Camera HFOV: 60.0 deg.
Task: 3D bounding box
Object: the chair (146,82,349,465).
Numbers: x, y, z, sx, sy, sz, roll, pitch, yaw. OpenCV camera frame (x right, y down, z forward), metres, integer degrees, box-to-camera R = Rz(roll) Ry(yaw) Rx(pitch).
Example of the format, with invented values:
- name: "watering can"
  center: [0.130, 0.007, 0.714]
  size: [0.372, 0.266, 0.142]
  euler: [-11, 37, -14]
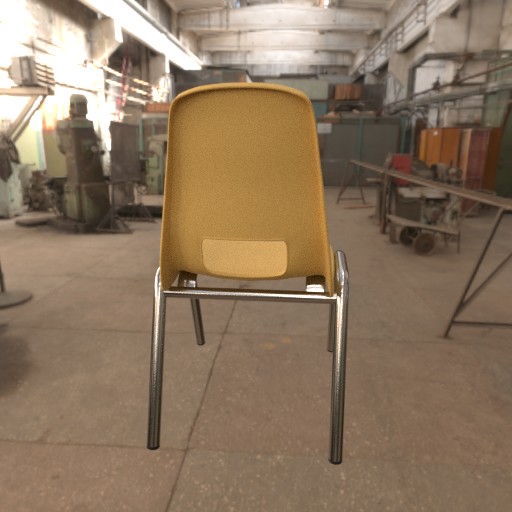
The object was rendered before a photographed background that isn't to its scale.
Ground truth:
- name: "chair"
  center: [0.000, 0.000, 0.859]
  size: [0.354, 0.586, 0.423]
  euler: [2, 15, 6]
